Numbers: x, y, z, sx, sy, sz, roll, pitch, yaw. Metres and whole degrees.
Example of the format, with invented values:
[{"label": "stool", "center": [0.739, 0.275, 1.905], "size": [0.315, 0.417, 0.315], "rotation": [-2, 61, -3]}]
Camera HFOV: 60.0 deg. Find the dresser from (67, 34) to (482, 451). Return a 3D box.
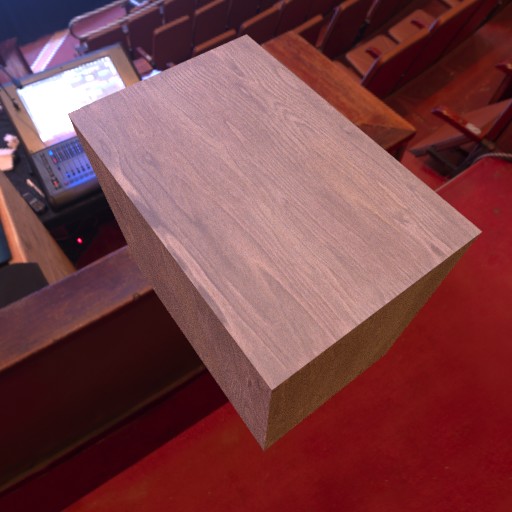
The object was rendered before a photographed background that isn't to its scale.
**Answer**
[{"label": "dresser", "center": [0.000, 0.000, 1.301], "size": [0.529, 0.762, 0.809], "rotation": [-32, 64, -18]}]
